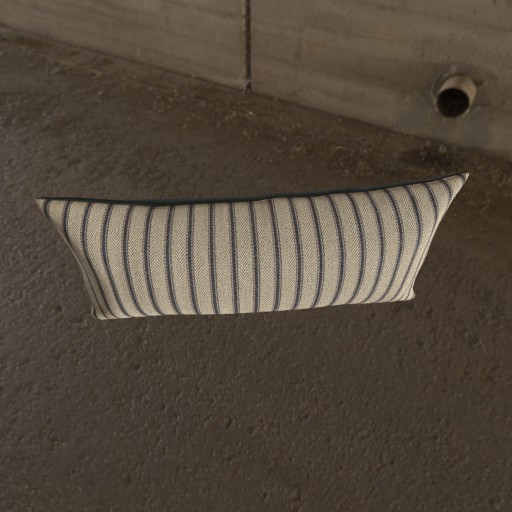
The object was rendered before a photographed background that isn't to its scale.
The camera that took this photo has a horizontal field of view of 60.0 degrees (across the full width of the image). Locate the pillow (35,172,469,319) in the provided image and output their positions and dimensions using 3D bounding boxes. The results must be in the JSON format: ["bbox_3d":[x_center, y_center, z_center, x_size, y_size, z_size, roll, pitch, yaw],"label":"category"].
[{"bbox_3d":[0.000,0.000,0.727,0.609,0.305,0.151,-3,47,-3],"label":"pillow"}]
